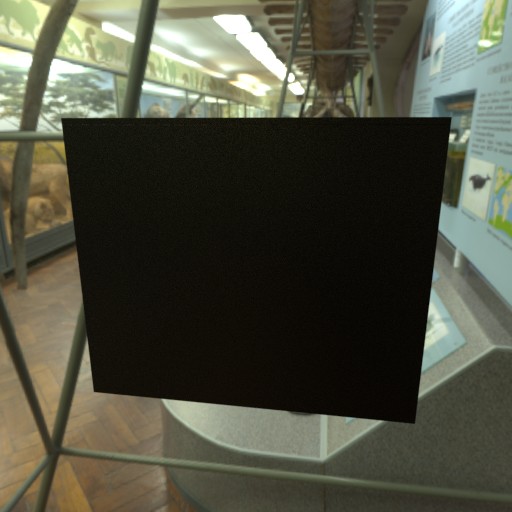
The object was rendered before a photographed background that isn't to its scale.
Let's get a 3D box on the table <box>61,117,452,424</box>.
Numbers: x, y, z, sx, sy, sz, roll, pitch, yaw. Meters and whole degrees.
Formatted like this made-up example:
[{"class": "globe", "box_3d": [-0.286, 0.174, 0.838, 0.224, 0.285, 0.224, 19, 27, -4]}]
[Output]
[{"class": "table", "box_3d": [0.000, 0.000, 1.334, 0.930, 0.790, 0.380, 3, 17, 9]}]
